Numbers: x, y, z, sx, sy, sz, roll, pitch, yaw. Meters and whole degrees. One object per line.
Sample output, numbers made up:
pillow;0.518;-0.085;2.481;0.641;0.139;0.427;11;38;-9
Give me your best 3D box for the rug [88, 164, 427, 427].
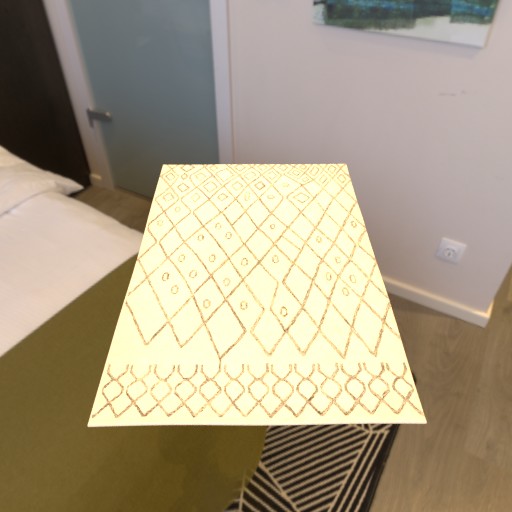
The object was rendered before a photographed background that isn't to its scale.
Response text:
rug;0.000;0.000;2.273;1.222;0.015;1.828;0;42;0
